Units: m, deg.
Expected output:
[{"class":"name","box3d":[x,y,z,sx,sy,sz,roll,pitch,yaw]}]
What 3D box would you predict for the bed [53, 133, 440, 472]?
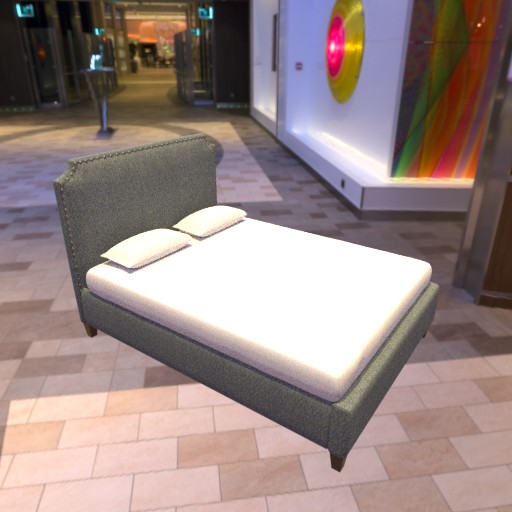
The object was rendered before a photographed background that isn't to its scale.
[{"class":"bed","box3d":[0.000,0.000,3.377,2.372,1.443,1.712,16,29,32]}]
